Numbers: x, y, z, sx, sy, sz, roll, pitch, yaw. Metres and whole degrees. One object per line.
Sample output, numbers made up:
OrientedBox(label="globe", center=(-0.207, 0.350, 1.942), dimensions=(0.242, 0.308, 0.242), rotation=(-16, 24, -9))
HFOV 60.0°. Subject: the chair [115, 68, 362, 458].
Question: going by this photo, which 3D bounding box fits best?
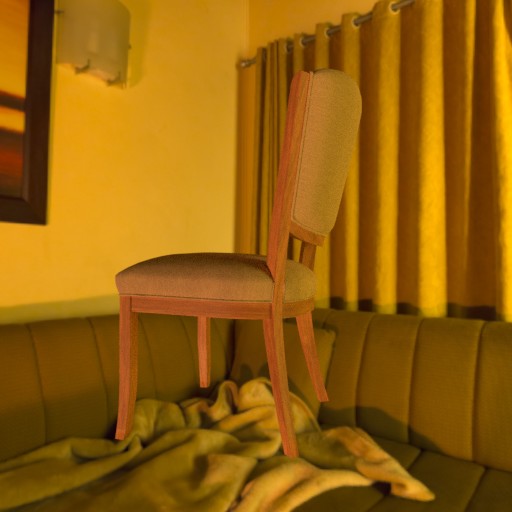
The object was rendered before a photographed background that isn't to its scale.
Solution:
OrientedBox(label="chair", center=(0.000, 0.000, 1.255), dimensions=(0.584, 0.905, 0.513), rotation=(0, -1, 18))
